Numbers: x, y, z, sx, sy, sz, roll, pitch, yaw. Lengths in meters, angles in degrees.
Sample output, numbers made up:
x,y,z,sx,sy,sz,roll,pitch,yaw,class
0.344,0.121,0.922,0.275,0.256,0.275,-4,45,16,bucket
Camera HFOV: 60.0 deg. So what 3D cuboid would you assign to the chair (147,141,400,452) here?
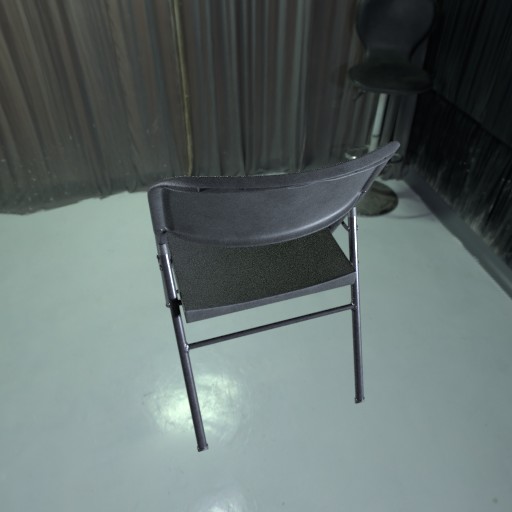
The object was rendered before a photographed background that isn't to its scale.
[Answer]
x,y,z,sx,sy,sz,roll,pitch,yaw,class
0.000,0.000,1.149,0.494,0.810,0.566,-12,43,-13,chair
